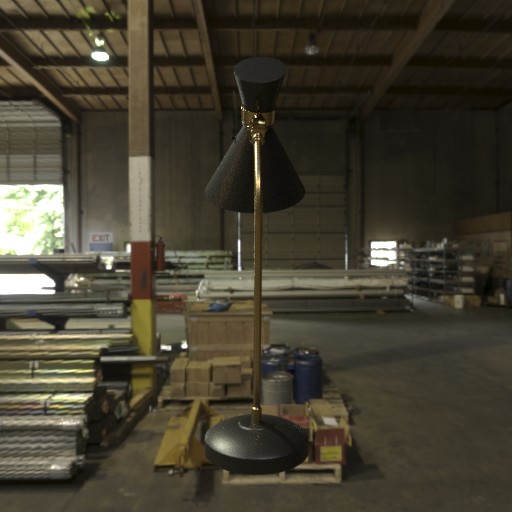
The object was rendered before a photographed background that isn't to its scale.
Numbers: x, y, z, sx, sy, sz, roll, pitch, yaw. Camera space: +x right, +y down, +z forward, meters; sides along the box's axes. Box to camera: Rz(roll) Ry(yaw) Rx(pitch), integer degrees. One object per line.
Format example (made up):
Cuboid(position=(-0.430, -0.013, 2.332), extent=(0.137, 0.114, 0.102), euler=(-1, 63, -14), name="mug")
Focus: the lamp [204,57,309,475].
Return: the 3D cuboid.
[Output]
Cuboid(position=(0.000, 0.000, 0.772), extent=(0.189, 0.647, 0.292), euler=(0, 0, -1), name="lamp")
